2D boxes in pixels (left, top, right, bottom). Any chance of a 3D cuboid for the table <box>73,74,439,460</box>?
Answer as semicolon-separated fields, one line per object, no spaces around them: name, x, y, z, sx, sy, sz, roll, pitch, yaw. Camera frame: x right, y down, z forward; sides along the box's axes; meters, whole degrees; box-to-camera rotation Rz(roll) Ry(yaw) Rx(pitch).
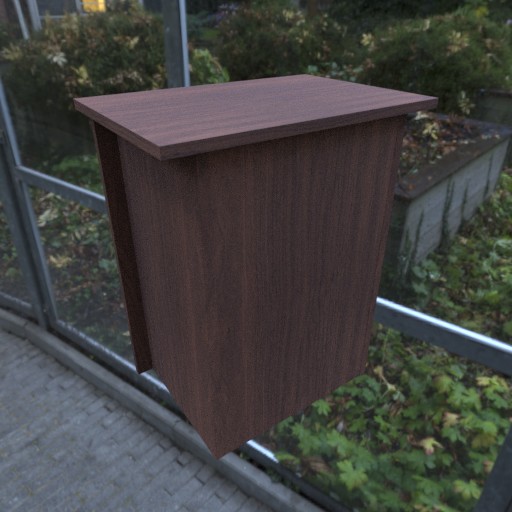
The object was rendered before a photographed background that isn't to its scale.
table;0.000;0.000;1.043;0.589;0.711;0.406;-19;35;-30
